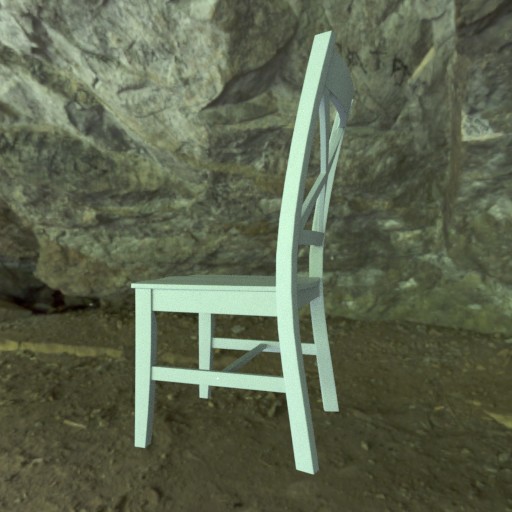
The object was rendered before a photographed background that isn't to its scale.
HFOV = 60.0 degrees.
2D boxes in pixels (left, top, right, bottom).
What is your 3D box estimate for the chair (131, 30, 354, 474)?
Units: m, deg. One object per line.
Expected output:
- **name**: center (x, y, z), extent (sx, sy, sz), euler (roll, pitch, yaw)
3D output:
- **chair**: center (0.000, 0.000, 1.268), extent (0.542, 0.983, 0.485), euler (0, 1, 17)
